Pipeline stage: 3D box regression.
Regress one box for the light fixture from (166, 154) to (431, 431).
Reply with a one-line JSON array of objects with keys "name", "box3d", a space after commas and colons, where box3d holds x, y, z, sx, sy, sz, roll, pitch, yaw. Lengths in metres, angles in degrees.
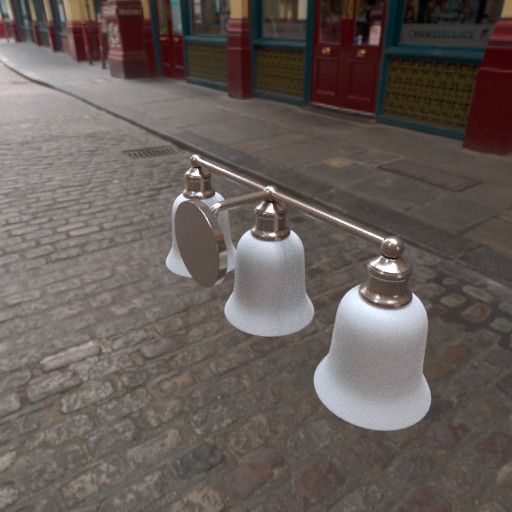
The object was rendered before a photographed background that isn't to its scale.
[{"name": "light fixture", "box3d": [0.000, 0.000, 0.656, 0.198, 0.211, 0.570, -18, 33, -32]}]
